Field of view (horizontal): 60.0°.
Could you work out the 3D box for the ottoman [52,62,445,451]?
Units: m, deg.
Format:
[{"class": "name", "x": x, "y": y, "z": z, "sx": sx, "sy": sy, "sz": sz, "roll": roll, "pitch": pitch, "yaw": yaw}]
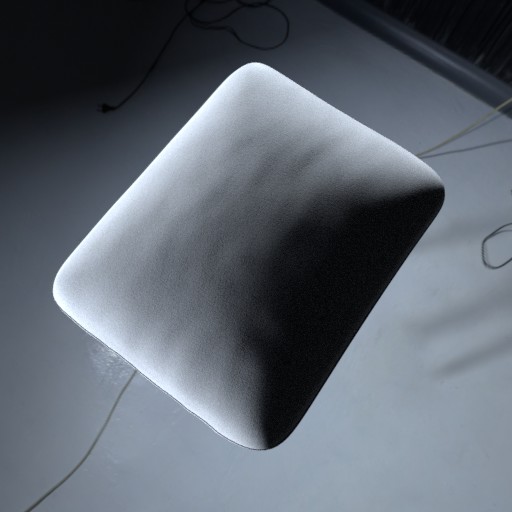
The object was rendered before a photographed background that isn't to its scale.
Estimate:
[{"class": "ottoman", "x": 0.000, "y": 0.000, "z": 1.126, "sx": 0.593, "sy": 0.478, "sz": 0.747, "roll": 35, "pitch": 77, "yaw": 9}]
